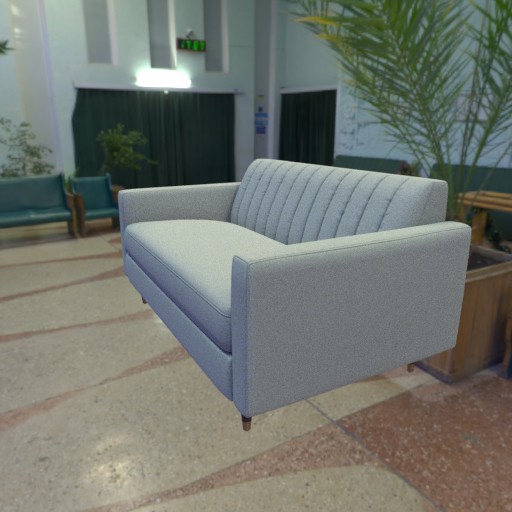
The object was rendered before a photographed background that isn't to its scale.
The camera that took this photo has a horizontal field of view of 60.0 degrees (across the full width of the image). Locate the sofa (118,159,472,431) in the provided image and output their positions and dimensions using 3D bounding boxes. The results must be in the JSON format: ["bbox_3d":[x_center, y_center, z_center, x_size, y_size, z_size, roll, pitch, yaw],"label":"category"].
[{"bbox_3d":[0.000,0.000,2.104,0.950,0.801,1.585,-9,18,-27],"label":"sofa"}]
